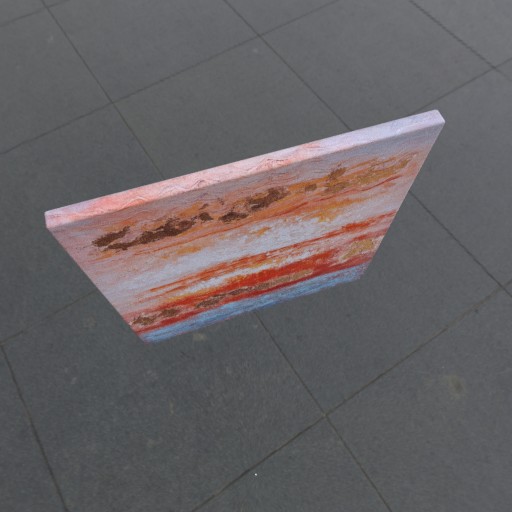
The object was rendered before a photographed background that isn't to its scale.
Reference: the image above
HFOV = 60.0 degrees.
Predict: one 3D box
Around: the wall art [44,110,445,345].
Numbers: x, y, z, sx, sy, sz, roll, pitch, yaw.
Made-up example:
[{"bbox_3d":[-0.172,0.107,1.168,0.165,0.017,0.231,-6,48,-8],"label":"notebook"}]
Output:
[{"bbox_3d":[0.000,0.000,1.130,0.747,0.747,0.035,-16,65,-8],"label":"wall art"}]
